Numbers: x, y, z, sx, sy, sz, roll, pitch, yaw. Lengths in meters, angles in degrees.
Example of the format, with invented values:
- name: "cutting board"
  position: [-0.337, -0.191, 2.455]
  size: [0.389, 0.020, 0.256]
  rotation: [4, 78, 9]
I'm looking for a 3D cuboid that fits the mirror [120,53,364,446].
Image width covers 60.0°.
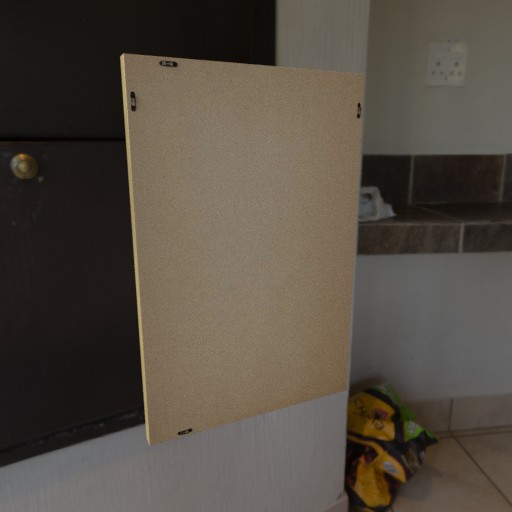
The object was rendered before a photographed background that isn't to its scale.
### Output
- name: "mirror"
  position: [0.000, 0.000, 1.146]
  size: [0.609, 0.915, 0.040]
  rotation: [-7, 16, -25]
